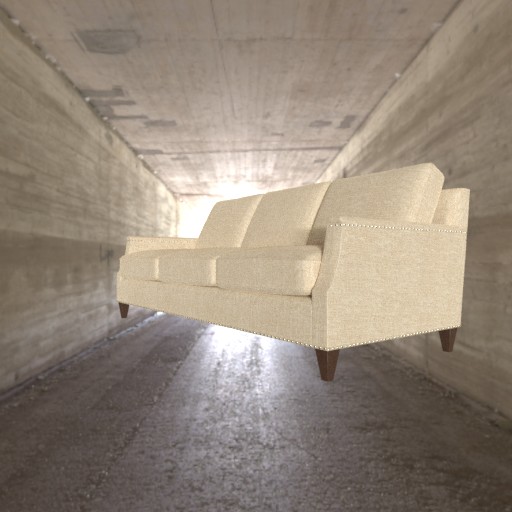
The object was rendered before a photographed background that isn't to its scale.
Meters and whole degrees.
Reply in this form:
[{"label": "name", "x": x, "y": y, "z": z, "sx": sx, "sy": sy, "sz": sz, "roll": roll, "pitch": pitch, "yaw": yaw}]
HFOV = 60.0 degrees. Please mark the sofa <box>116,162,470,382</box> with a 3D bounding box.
[{"label": "sofa", "x": 0.000, "y": 0.000, "z": 2.798, "sx": 1.041, "sy": 0.940, "sz": 2.210, "roll": 0, "pitch": 0, "yaw": -37}]
